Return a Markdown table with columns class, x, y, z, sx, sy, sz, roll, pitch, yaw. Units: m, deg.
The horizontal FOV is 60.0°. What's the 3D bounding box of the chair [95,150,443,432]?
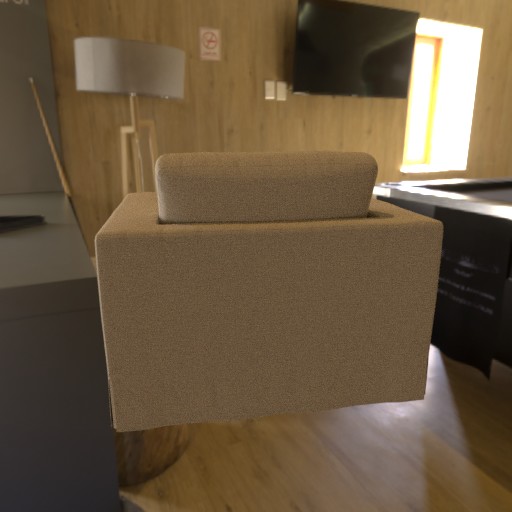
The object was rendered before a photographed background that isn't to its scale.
| class | x | y | z | sx | sy | sz | roll | pitch | yaw |
| --- | --- | --- | --- | --- | --- | --- | --- | --- | --- |
| chair | 0.000 | 0.000 | 1.862 | 1.150 | 0.878 | 0.957 | -3 | 16 | -9 |
